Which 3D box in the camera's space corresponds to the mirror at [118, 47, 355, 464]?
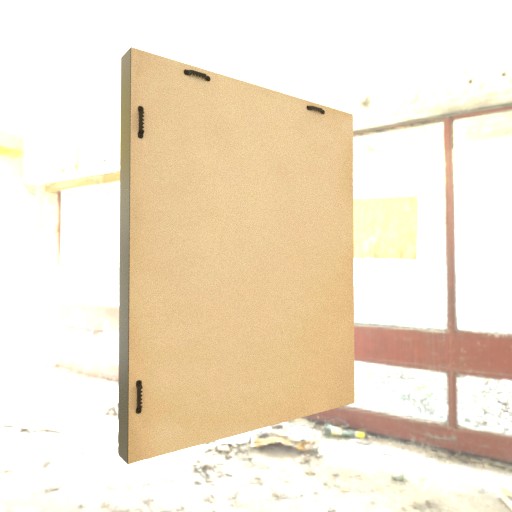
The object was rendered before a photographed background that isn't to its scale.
[{"bbox_3d":[0.000,0.000,0.672,0.406,0.509,0.041,1,-2,-36],"label":"mirror"}]
